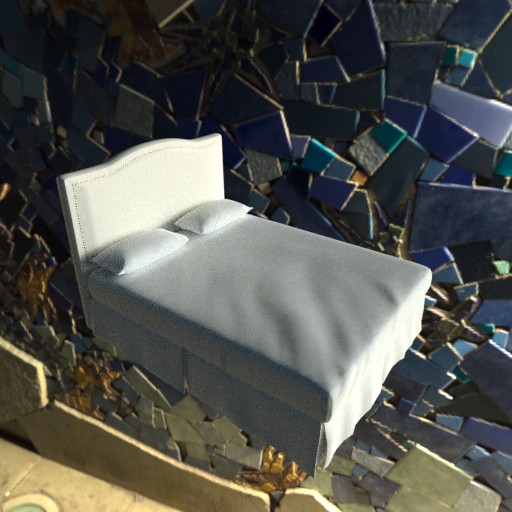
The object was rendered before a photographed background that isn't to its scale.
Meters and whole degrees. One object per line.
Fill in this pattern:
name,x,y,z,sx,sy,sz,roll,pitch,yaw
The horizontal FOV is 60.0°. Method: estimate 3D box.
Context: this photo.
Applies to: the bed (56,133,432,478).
bed,0.000,0.000,3.418,2.282,1.436,1.821,19,34,32
